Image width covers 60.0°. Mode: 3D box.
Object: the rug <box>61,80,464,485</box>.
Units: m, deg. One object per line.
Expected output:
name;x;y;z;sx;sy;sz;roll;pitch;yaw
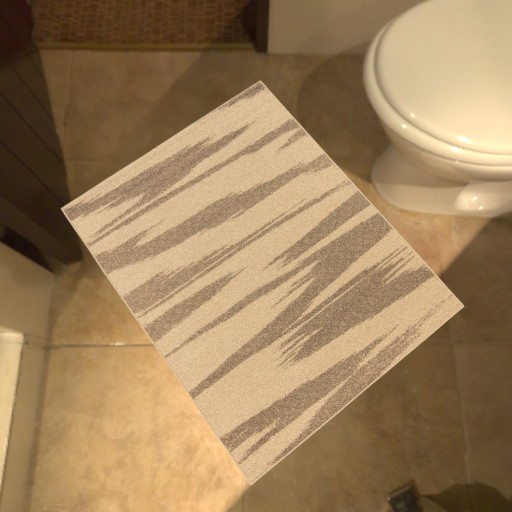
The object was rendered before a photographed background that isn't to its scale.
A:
rug;0.000;0.000;4.005;2.353;0.014;2.945;-36;77;-10
